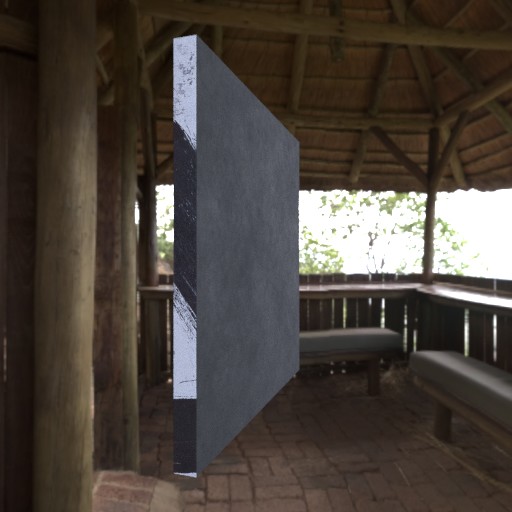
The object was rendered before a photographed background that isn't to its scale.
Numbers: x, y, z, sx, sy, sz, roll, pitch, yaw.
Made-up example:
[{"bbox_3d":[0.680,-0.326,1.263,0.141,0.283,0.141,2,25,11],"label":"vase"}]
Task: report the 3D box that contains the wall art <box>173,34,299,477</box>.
[{"bbox_3d":[0.000,0.000,1.133,0.046,0.765,0.765,0,0,19],"label":"wall art"}]
